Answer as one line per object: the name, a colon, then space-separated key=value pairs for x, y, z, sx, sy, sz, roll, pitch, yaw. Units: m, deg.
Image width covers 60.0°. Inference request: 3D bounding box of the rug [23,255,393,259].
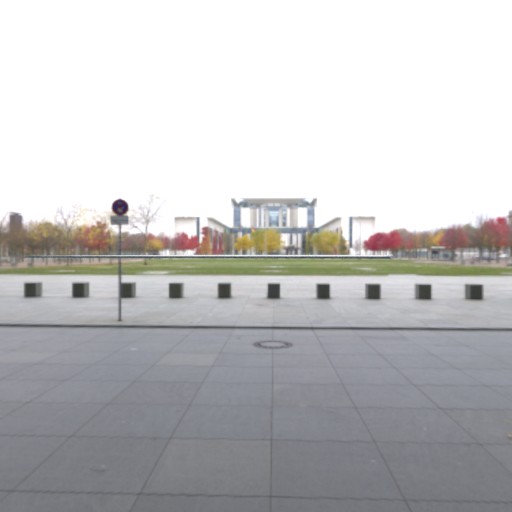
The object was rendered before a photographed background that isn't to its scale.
rug: x=0.000 y=0.000 z=4.145 sx=2.441 sy=0.013 sz=3.056 roll=0 pitch=0 yaw=17
